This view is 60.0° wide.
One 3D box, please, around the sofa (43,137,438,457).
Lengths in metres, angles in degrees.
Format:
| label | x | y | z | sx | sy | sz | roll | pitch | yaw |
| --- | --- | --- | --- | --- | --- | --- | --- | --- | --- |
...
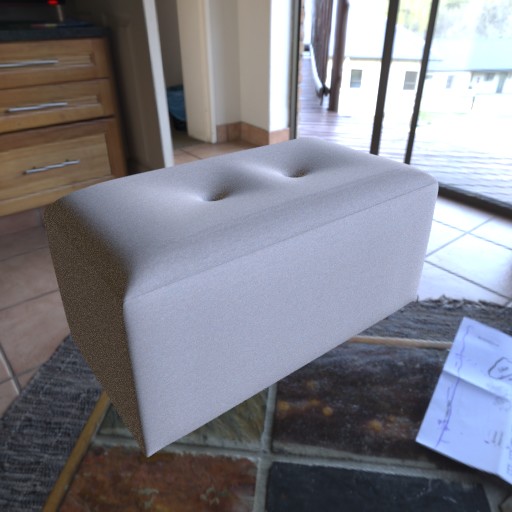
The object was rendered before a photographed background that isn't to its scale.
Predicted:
| label | x | y | z | sx | sy | sz | roll | pitch | yaw |
| --- | --- | --- | --- | --- | --- | --- | --- | --- | --- |
| sofa | 0.000 | 0.000 | 1.202 | 0.930 | 0.470 | 0.480 | -21 | 36 | -32 |
